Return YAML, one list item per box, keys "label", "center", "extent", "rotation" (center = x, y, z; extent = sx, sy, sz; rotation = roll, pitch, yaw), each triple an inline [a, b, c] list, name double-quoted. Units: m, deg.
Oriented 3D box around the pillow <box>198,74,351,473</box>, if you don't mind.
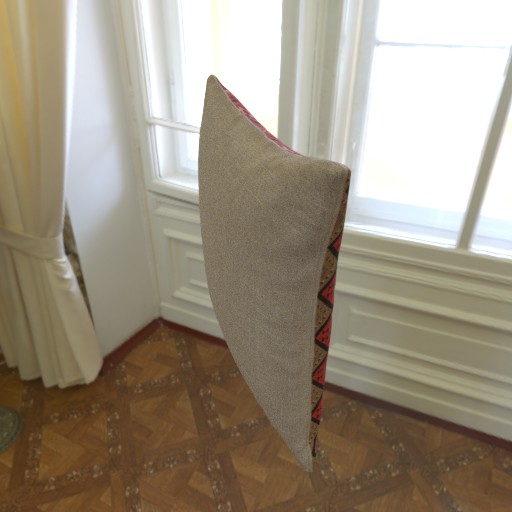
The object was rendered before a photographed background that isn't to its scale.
- label: "pillow"
  center: [0.000, 0.000, 0.770]
  extent: [0.158, 0.511, 0.513]
  rotation: [-11, 34, -17]
